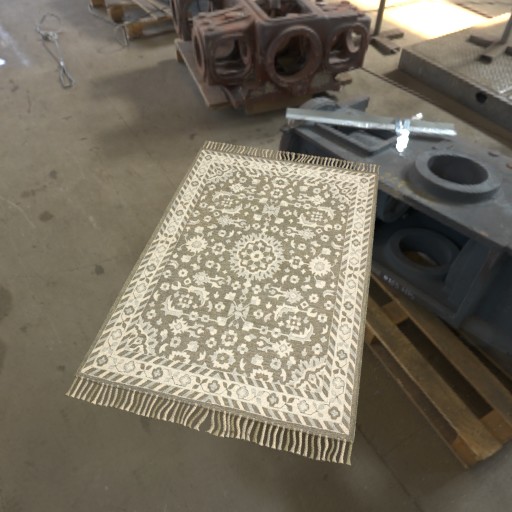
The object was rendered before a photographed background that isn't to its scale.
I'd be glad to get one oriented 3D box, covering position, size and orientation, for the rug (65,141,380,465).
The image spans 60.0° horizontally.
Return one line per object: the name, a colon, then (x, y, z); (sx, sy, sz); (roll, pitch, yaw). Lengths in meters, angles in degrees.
rug: (0.000, 0.000, 3.012); (1.530, 0.025, 2.431); (10, 49, 9)
